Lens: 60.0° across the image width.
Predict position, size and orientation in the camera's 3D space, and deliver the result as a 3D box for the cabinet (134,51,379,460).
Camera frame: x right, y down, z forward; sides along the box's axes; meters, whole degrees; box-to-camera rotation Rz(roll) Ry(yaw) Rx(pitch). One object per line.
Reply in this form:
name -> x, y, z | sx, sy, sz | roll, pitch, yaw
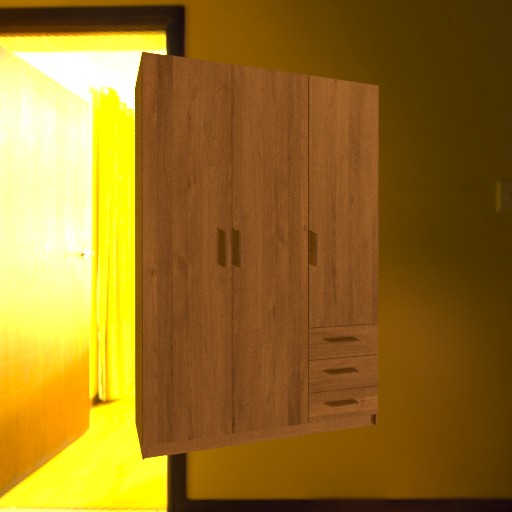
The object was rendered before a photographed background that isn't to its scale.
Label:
cabinet -> 0.000, 0.000, 2.503 | 1.290, 1.910, 0.510 | 0, 0, -19
